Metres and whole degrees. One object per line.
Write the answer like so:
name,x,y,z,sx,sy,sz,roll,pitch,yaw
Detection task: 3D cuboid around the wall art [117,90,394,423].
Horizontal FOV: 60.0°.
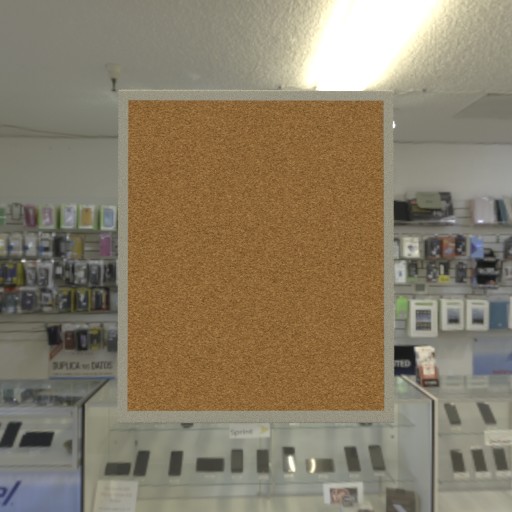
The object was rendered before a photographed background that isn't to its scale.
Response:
wall art,0.000,0.000,0.723,0.444,0.536,0.020,0,-1,0
